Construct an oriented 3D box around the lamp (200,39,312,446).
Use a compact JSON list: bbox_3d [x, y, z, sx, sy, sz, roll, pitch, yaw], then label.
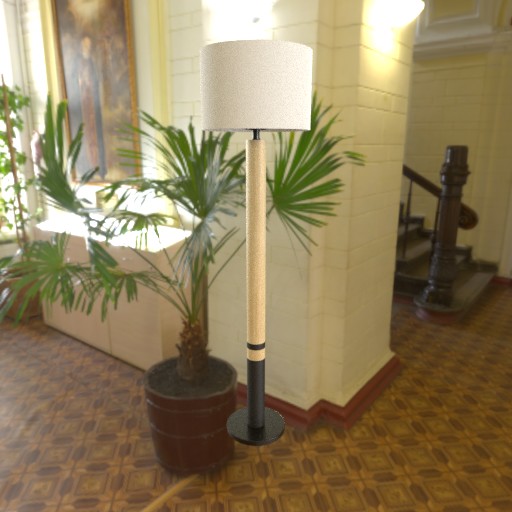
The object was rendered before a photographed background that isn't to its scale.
[{"bbox_3d":[0.000,0.000,1.680,0.381,1.478,0.381,-2,14,-7],"label":"lamp"}]
